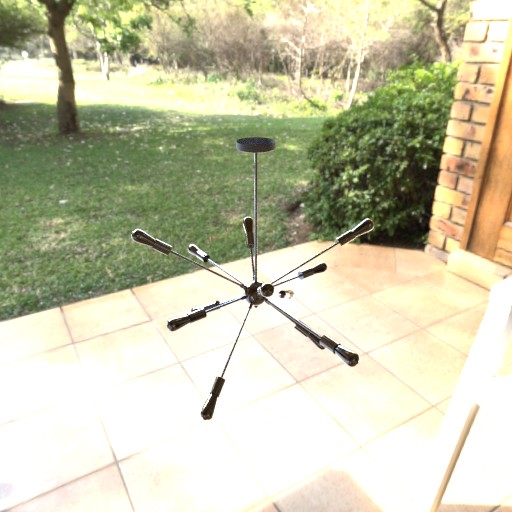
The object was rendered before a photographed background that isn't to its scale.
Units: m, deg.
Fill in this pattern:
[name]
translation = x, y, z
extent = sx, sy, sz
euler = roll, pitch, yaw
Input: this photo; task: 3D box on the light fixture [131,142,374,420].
[light fixture]
translation = 0.000, 0.000, 1.090
extent = 0.509, 0.558, 0.684
euler = -18, 32, -32
